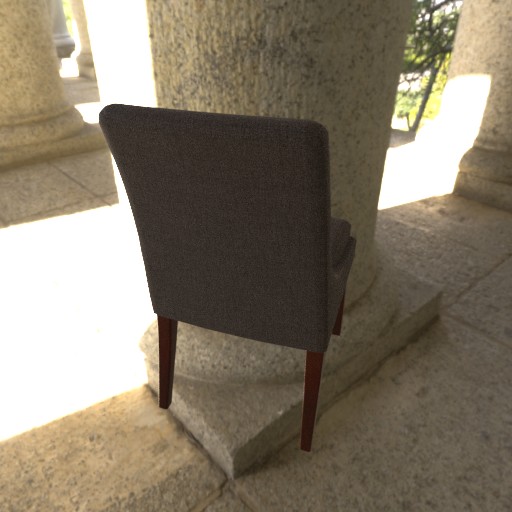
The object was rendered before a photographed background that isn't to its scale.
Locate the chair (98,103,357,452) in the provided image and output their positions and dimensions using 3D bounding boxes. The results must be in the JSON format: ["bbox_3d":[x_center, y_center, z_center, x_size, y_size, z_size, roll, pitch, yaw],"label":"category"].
[{"bbox_3d":[0.000,0.000,1.286,0.508,0.952,0.655,10,33,16],"label":"chair"}]
